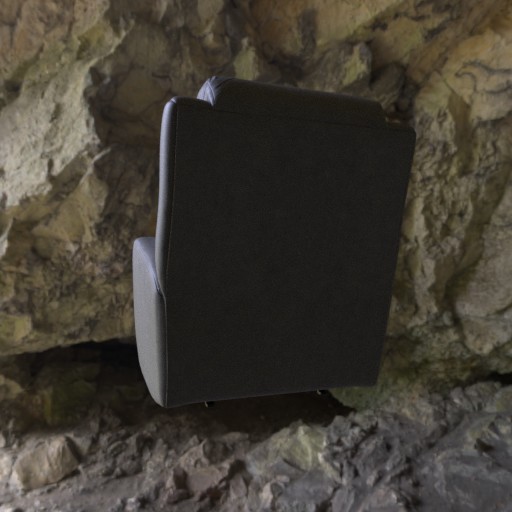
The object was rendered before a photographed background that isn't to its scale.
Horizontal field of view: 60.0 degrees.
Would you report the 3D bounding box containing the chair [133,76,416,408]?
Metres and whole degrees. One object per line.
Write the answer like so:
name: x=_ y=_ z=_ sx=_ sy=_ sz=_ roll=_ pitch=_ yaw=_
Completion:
chair: x=0.000 y=0.000 z=1.890 sx=0.967 sy=1.116 sz=1.068 roll=0 pitch=-1 yaw=-19
